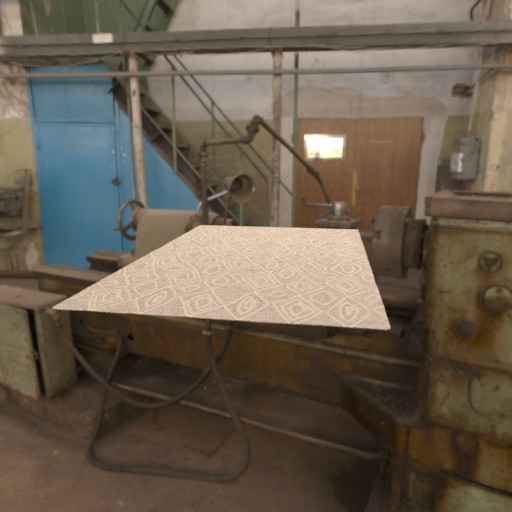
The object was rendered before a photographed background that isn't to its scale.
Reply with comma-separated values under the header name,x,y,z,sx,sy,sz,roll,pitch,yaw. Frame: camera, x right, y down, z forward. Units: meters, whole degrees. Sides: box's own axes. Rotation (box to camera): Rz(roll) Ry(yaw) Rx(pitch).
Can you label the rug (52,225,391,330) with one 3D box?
name,x,y,z,sx,sy,sz,roll,pitch,yaw
rug,0.000,0.000,3.120,1.546,0.010,2.442,2,13,9
